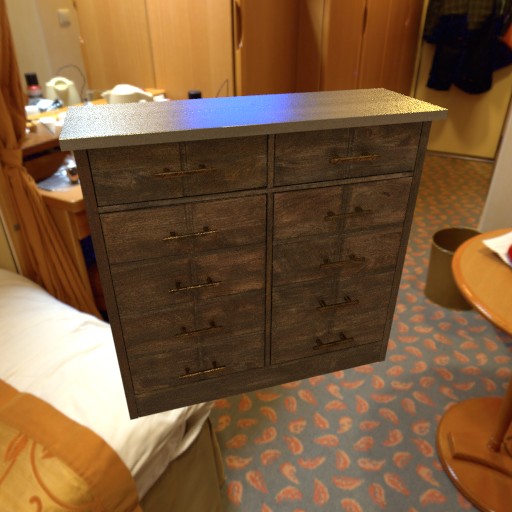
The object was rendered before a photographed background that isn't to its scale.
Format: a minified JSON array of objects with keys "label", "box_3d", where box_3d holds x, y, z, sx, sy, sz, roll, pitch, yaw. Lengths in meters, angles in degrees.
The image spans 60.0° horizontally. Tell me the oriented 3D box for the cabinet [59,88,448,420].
[{"label":"cabinet","box_3d":[0.000,0.000,1.421,0.968,0.919,0.338,-9,32,-15]}]
